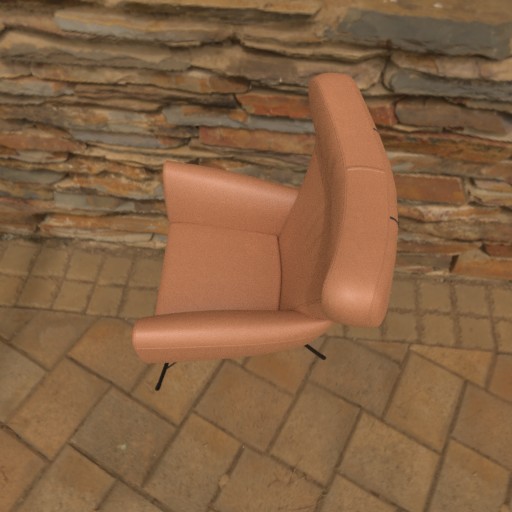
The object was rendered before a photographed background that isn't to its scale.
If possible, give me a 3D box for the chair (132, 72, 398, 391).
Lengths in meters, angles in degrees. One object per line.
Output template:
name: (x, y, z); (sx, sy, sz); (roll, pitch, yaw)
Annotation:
chair: (0.000, 0.000, 1.771); (0.900, 1.050, 0.980); (1, 56, 1)
